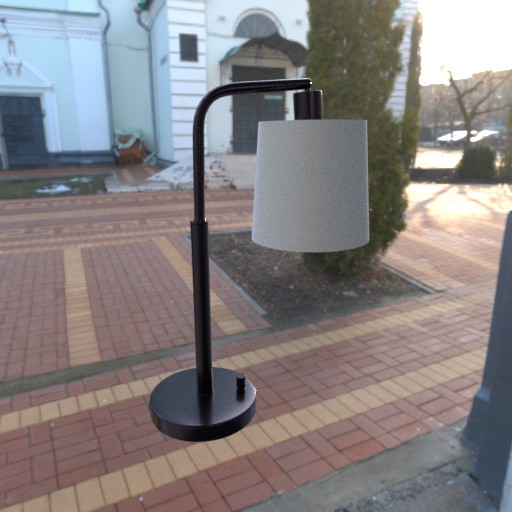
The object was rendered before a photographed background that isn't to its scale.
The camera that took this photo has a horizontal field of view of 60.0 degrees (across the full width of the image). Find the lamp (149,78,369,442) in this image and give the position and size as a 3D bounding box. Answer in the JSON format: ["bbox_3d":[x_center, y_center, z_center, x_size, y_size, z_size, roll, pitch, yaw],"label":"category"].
[{"bbox_3d":[0.000,0.000,0.648,0.333,0.489,0.171,-3,16,-10],"label":"lamp"}]
